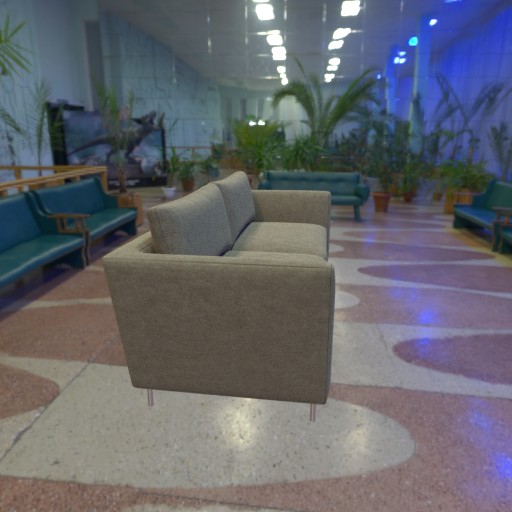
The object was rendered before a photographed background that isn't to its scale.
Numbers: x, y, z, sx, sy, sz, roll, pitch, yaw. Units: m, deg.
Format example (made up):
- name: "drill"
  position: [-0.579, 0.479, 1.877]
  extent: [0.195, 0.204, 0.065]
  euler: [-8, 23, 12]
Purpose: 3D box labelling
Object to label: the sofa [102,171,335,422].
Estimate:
- name: "sofa"
  position: [0.000, 0.000, 2.657]
  extent: [0.889, 0.864, 2.121]
  euler: [2, 16, 8]
